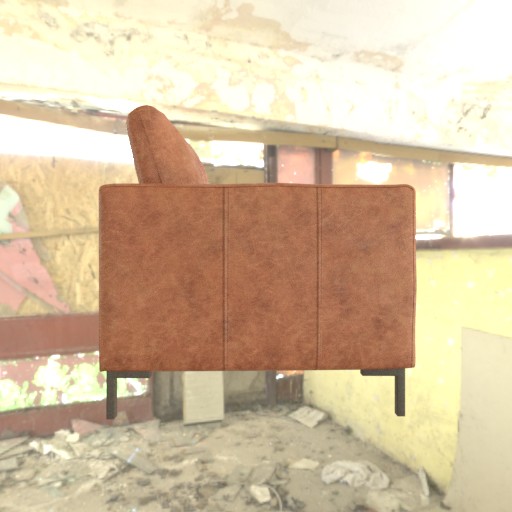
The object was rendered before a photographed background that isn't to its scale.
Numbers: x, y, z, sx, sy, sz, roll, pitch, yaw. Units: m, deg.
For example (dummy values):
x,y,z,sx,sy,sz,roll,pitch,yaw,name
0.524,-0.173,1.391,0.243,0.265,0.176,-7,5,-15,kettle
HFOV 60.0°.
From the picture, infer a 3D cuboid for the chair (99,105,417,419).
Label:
x,y,z,sx,sy,sz,roll,pitch,yaw,name
0.000,0.000,1.631,0.862,0.869,0.967,0,0,-2,chair
